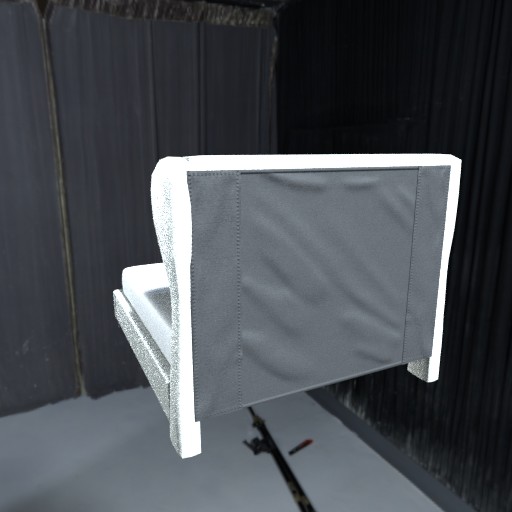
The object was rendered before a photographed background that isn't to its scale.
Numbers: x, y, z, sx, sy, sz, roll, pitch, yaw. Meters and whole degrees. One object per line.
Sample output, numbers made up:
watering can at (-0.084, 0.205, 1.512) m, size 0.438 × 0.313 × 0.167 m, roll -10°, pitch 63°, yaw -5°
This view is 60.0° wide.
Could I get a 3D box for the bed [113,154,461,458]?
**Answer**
bed at (0.000, 0.000, 3.922) m, size 2.219 × 1.771 × 2.347 m, roll -7°, pitch 15°, yaw -26°
